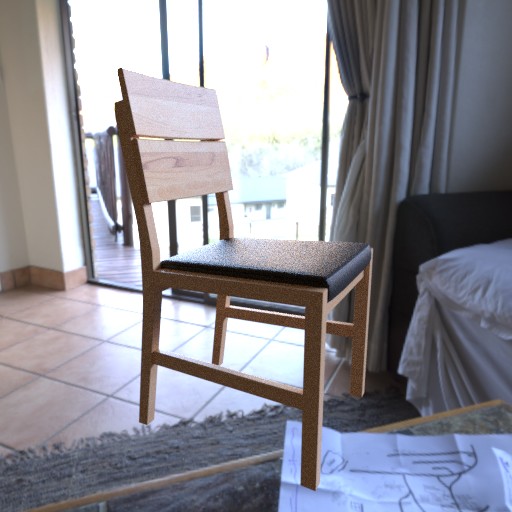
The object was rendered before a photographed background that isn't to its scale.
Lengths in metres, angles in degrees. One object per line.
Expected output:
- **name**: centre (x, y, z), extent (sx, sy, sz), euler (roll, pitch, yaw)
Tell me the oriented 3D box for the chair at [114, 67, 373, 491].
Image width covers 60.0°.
- **chair**: centre (0.000, 0.000, 1.228), extent (0.560, 0.950, 0.475), euler (7, 15, 26)
